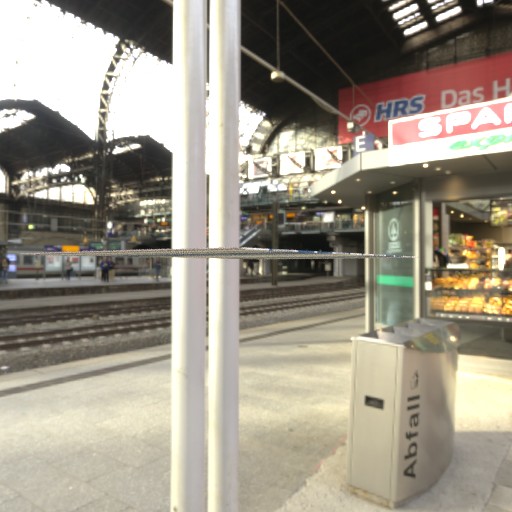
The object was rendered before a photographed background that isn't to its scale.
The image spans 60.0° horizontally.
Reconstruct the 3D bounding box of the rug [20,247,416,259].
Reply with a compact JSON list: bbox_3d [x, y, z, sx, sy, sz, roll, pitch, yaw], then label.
[{"bbox_3d":[0.000,0.000,3.050,1.532,0.010,2.441,-1,-1,36],"label":"rug"}]
